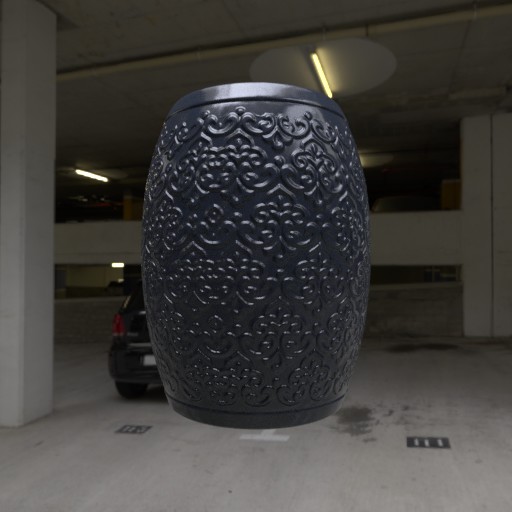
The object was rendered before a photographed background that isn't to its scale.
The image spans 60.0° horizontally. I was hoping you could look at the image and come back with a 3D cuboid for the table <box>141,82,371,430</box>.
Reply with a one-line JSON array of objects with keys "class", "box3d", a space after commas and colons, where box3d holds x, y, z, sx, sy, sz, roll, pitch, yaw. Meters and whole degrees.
[{"class": "table", "box3d": [0.000, 0.000, 0.615, 0.309, 0.397, 0.309, 0, -1, 0]}]
